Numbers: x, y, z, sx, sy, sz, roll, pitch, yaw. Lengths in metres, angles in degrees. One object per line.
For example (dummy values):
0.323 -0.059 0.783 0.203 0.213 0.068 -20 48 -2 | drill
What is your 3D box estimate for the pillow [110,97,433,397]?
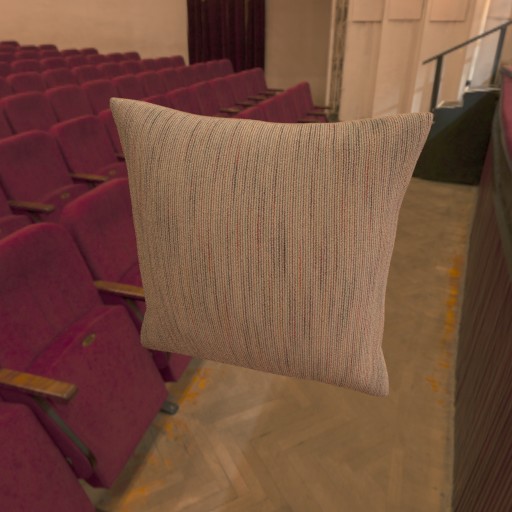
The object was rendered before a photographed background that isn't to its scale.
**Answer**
0.000 0.000 0.775 0.512 0.506 0.178 8 28 15 | pillow
